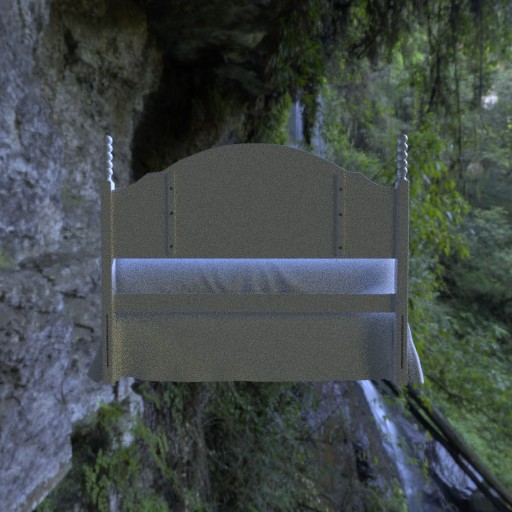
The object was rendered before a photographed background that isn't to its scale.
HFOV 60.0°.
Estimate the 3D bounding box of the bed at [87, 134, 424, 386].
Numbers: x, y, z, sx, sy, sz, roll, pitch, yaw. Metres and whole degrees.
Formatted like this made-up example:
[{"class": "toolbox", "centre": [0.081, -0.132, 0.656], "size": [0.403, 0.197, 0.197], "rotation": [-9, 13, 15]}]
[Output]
[{"class": "bed", "centre": [0.000, 0.000, 3.397], "size": [1.873, 1.356, 2.040], "rotation": [0, 1, 1]}]
